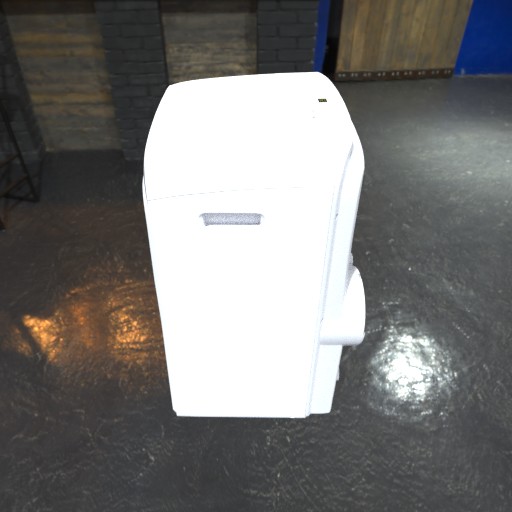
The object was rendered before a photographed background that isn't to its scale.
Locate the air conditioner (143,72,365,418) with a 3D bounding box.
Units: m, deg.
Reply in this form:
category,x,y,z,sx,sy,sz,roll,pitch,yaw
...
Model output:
category,x,y,z,sx,sy,sz,roll,pitch,yaw
air conditioner,0.000,0.000,1.085,0.467,0.765,0.478,-1,40,-1
